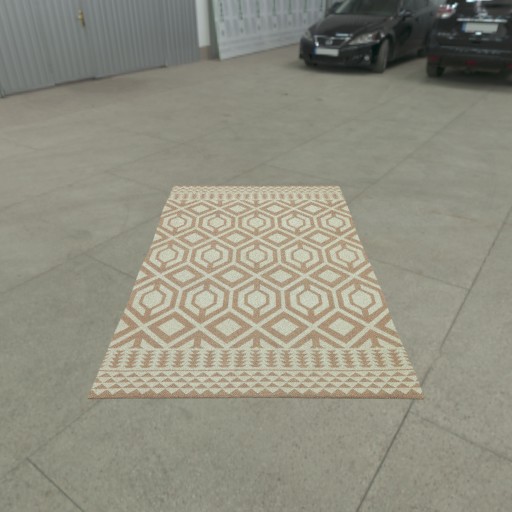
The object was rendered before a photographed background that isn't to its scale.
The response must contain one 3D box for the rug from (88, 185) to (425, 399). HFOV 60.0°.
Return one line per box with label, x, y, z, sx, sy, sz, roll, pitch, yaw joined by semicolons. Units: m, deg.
rug;0.000;0.000;3.024;1.526;0.011;2.435;0;32;0
